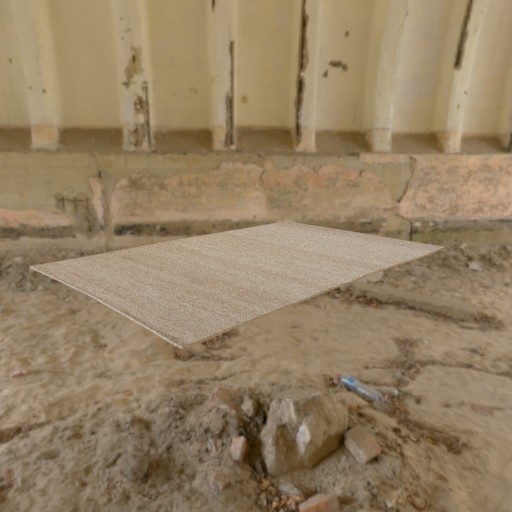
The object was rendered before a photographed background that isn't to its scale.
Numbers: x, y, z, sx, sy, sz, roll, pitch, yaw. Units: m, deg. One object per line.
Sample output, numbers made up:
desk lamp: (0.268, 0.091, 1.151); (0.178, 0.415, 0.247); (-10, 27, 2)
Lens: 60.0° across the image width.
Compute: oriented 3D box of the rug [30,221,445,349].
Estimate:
rug: (0.000, 0.000, 2.973); (2.346, 0.029, 1.574); (-14, 20, -43)
